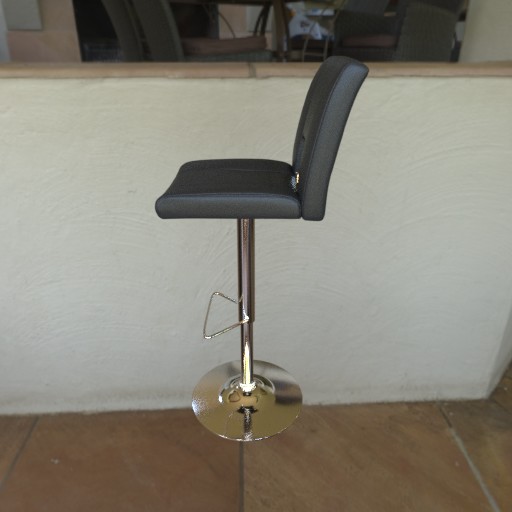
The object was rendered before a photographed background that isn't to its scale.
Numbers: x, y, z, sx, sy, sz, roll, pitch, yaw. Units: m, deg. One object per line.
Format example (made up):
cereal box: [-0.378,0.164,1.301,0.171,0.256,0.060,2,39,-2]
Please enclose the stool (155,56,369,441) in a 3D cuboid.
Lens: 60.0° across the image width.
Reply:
stool: [0.000,0.000,1.398,0.520,1.151,0.415,1,25,1]
